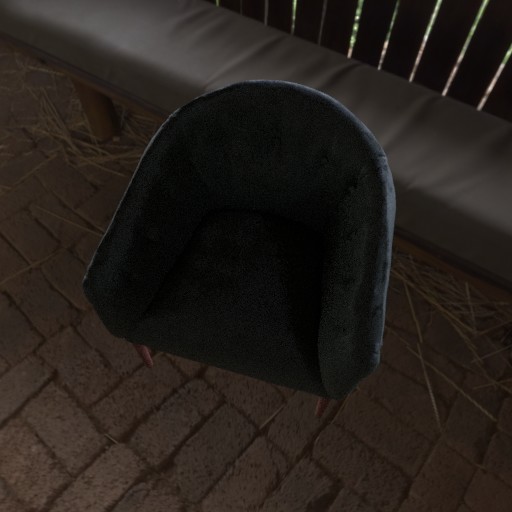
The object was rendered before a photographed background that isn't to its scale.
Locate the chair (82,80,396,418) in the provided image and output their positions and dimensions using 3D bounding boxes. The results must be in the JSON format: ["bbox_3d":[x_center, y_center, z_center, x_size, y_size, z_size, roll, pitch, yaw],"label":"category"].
[{"bbox_3d":[0.000,0.000,1.515,0.851,0.885,0.776,14,59,9],"label":"chair"}]
